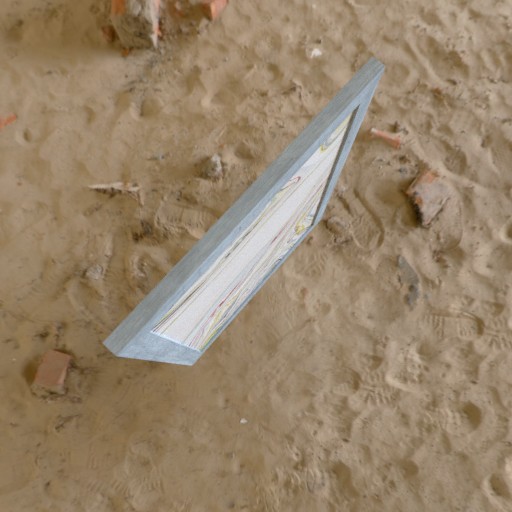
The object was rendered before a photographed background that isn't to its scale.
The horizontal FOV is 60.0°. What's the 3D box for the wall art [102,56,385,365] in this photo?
[{"bbox_3d":[0.000,0.000,0.802,0.022,0.582,0.479,40,79,10],"label":"wall art"}]
